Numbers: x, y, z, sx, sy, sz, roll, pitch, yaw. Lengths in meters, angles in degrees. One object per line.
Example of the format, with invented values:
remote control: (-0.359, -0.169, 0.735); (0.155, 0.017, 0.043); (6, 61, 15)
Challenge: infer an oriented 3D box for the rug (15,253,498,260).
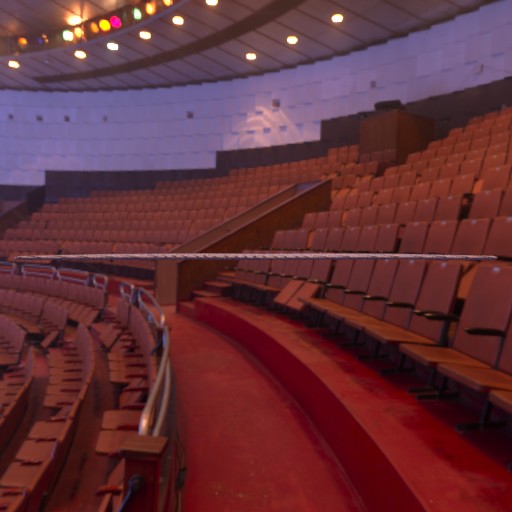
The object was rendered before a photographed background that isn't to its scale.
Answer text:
rug: (0.000, 0.000, 2.960); (2.406, 0.023, 1.539); (0, 1, -1)
